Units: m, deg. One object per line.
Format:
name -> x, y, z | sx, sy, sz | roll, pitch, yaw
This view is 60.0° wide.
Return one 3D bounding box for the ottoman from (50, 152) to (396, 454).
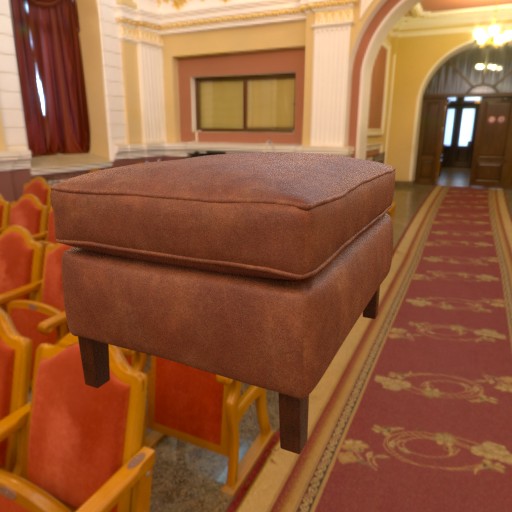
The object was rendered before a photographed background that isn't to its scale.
ottoman -> 0.000, 0.000, 0.959 | 0.501, 0.418, 0.665 | 8, 18, 25
